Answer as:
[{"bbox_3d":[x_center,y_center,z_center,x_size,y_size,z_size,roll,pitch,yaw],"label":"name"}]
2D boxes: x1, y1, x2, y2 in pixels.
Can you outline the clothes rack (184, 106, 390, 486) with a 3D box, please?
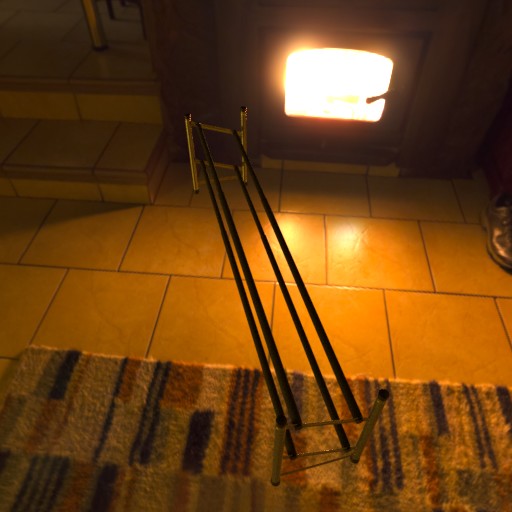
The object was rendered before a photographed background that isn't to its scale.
[{"bbox_3d":[0.000,0.000,1.335,0.229,0.349,1.168,-11,47,-10],"label":"clothes rack"}]
